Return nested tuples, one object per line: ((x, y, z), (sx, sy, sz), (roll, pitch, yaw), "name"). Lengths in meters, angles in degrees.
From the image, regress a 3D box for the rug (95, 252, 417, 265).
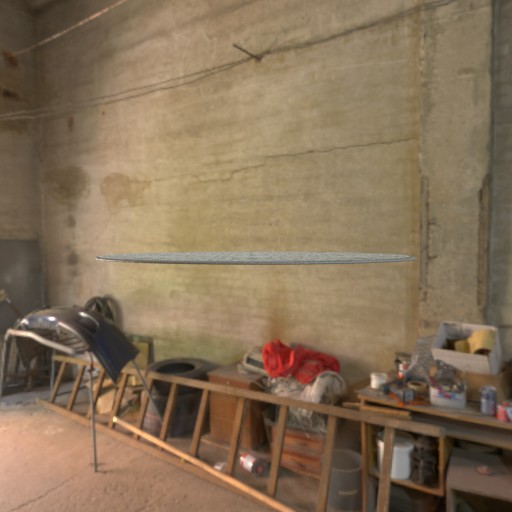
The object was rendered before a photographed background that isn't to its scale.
((0.000, 0.000, 2.332), (1.593, 0.012, 1.593), (0, 2, 0), "rug")
